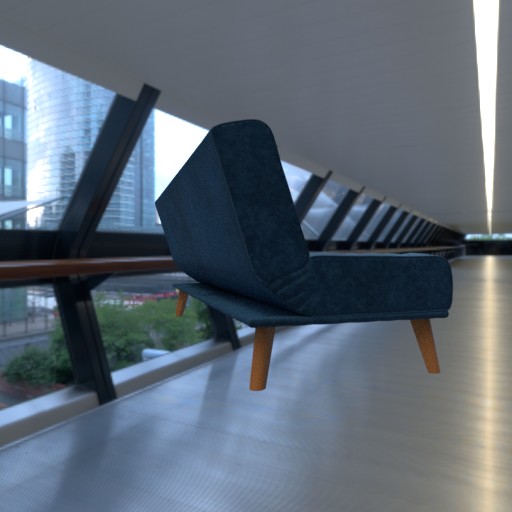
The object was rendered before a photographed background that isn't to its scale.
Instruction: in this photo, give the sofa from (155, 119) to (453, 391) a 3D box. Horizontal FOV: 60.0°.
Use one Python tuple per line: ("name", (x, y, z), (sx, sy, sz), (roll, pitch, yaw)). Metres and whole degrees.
("sofa", (0.000, 0.000, 2.254), (0.855, 0.813, 1.804), (0, 0, -18))
